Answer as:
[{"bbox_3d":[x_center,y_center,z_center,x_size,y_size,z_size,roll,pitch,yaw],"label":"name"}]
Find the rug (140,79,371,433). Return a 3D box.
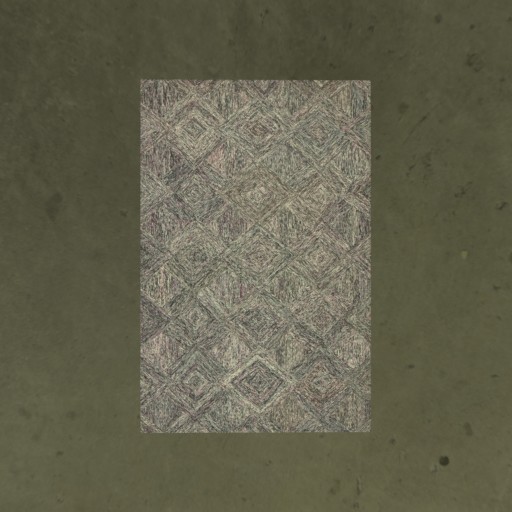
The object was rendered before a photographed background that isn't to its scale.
[{"bbox_3d":[0.000,0.000,2.891,1.501,0.017,2.298,0,90,-1],"label":"rug"}]
